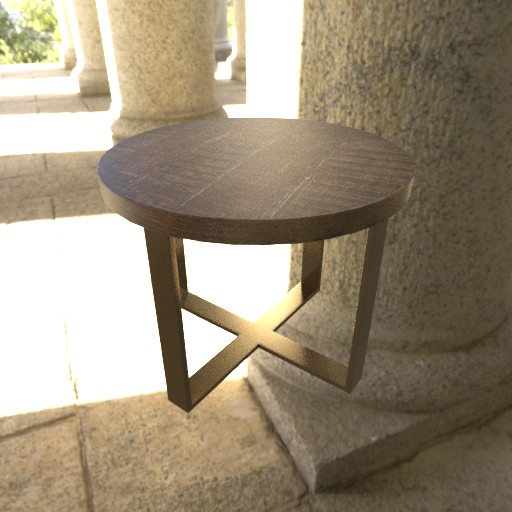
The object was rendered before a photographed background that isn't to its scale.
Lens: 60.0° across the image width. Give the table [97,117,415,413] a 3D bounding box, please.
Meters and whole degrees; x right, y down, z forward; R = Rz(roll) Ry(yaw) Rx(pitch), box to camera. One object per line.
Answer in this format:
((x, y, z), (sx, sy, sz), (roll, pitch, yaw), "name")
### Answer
((0.000, 0.000, 0.924), (0.557, 0.437, 0.557), (0, 31, 0), "table")
